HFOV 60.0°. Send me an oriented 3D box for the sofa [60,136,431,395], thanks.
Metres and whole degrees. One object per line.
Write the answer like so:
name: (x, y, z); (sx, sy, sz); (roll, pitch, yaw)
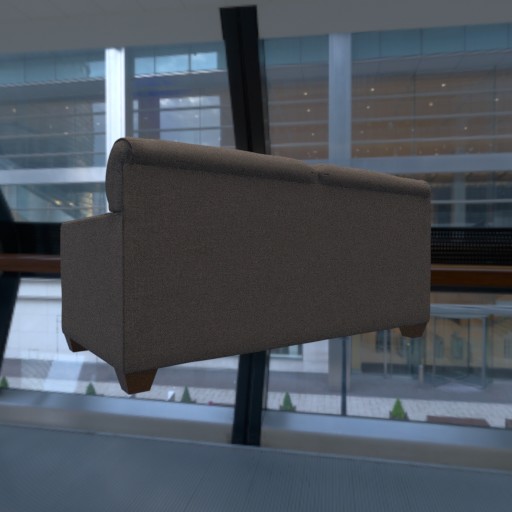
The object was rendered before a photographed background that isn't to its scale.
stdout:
sofa: (0.000, 0.000, 2.444); (1.846, 0.958, 1.000); (-1, 1, -36)
